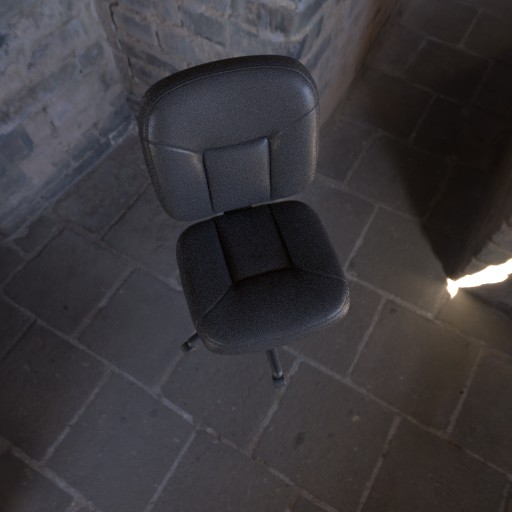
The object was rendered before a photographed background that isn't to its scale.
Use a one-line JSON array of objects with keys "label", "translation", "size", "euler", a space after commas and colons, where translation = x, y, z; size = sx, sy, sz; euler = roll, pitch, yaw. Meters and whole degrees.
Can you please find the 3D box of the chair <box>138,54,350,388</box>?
[{"label": "chair", "translation": [0.000, 0.000, 1.366], "size": [0.647, 0.959, 0.646], "euler": [-15, 64, -7]}]
